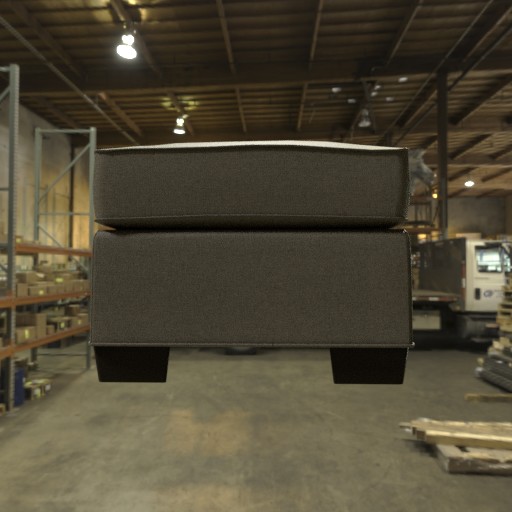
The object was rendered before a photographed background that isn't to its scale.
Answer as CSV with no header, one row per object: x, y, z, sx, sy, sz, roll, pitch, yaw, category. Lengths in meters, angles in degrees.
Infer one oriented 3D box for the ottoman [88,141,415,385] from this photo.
0.000,0.000,1.243,0.619,0.504,0.843,0,-2,2,ottoman
